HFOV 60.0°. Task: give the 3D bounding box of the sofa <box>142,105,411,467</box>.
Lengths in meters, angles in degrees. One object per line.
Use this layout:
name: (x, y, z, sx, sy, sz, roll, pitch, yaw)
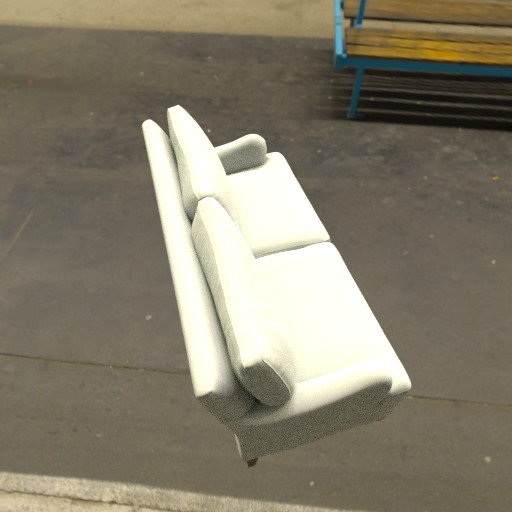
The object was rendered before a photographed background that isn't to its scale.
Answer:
sofa: (0.000, 0.000, 2.795, 1.069, 1.096, 2.193, -12, 48, -11)
